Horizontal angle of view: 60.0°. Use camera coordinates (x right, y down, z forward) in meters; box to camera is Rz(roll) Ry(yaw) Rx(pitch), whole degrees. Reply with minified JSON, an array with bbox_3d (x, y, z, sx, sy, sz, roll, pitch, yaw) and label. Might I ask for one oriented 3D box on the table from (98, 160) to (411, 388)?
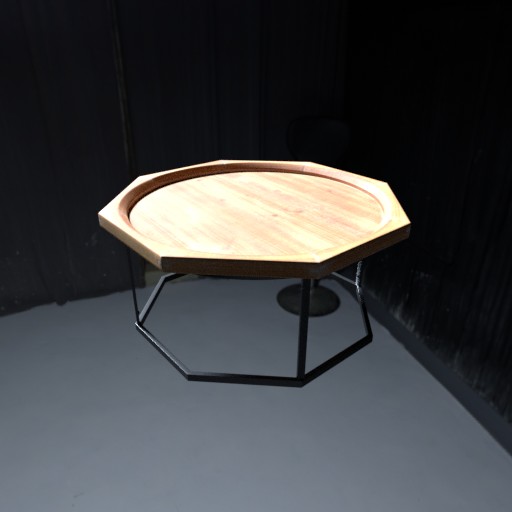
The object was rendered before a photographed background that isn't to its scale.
[{"bbox_3d":[0.000,0.000,1.575,1.002,0.444,1.002,0,27,0],"label":"table"}]
